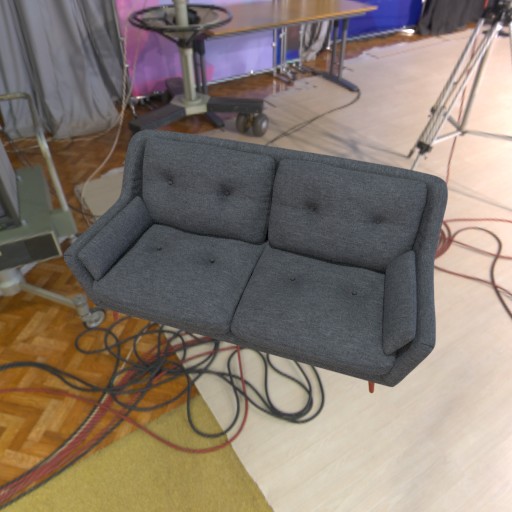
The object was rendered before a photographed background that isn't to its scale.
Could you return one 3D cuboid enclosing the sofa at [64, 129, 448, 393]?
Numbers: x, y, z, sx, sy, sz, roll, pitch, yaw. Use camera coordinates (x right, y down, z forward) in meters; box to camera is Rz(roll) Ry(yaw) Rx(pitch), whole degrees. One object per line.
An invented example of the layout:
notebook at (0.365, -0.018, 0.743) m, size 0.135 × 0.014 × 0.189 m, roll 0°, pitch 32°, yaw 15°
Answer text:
sofa at (0.000, 0.000, 2.513) m, size 1.929 × 0.896 × 0.975 m, roll 13°, pitch 43°, yaw 14°
